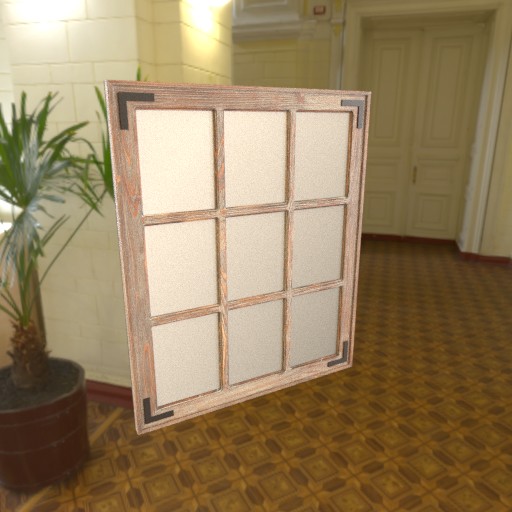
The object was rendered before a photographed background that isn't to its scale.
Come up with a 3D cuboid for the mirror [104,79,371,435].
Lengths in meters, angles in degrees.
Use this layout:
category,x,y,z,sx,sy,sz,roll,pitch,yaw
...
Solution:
category,x,y,z,sx,sy,sz,roll,pitch,yaw
mirror,0.000,0.000,1.234,0.730,0.882,0.032,-9,19,-27
